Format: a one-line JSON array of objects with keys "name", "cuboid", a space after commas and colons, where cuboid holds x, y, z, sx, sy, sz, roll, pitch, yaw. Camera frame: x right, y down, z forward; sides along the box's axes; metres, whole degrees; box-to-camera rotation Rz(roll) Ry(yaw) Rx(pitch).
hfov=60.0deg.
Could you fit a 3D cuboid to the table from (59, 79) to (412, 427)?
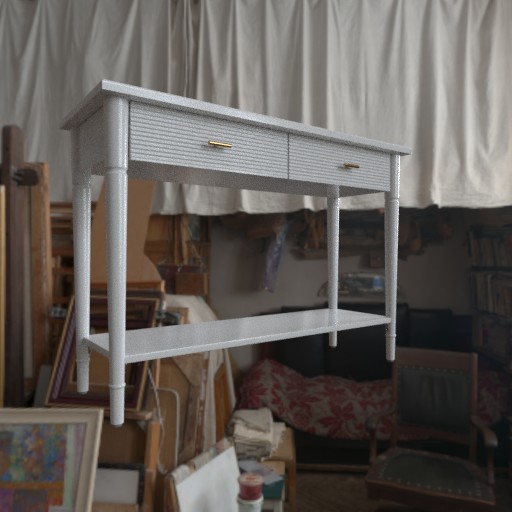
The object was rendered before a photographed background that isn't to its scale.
[{"name": "table", "cuboid": [0.000, 0.000, 1.390, 1.067, 0.749, 0.381, -1, 1, -36]}]
